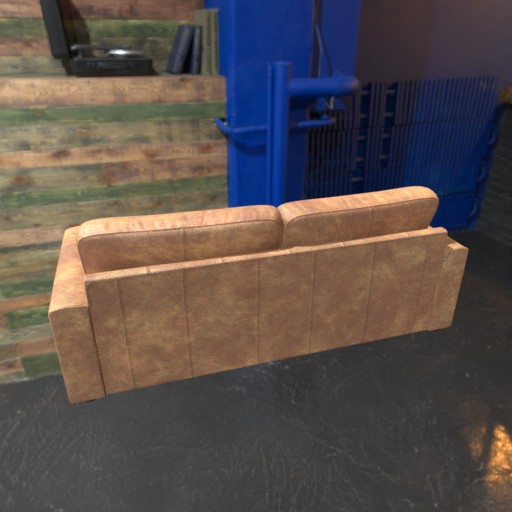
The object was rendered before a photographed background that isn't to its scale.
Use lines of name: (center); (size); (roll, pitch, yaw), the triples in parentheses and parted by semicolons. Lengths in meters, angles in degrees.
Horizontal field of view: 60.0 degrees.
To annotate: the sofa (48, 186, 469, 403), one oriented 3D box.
sofa: (0.000, 0.000, 2.662); (2.179, 0.873, 1.016); (-8, 27, -15)
